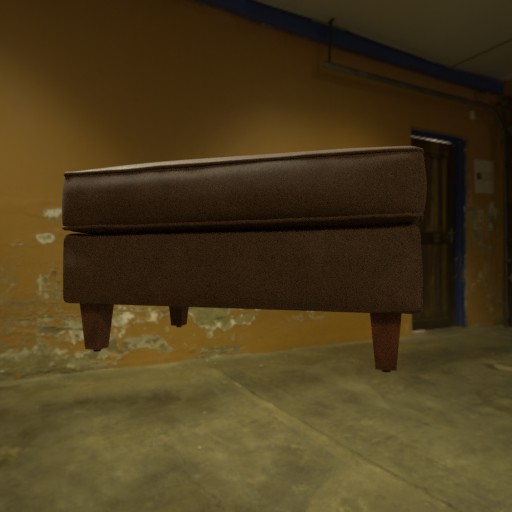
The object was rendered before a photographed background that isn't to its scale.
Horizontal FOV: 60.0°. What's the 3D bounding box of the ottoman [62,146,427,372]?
[{"bbox_3d":[0.000,0.000,1.222,0.860,0.481,0.596,0,-1,18],"label":"ottoman"}]
